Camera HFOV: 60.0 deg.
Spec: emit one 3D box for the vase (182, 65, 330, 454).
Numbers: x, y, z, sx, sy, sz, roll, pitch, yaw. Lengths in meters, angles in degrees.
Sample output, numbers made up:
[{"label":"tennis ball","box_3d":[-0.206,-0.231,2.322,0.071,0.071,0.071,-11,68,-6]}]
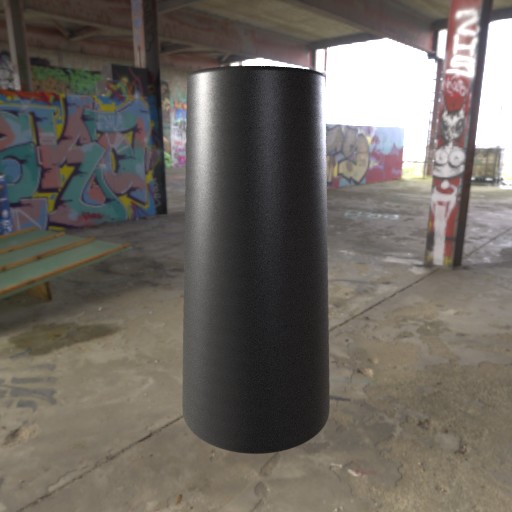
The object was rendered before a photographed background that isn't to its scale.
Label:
[{"label":"vase","box_3d":[0.000,0.000,0.380,0.136,0.289,0.136,-8,17,-27]}]
